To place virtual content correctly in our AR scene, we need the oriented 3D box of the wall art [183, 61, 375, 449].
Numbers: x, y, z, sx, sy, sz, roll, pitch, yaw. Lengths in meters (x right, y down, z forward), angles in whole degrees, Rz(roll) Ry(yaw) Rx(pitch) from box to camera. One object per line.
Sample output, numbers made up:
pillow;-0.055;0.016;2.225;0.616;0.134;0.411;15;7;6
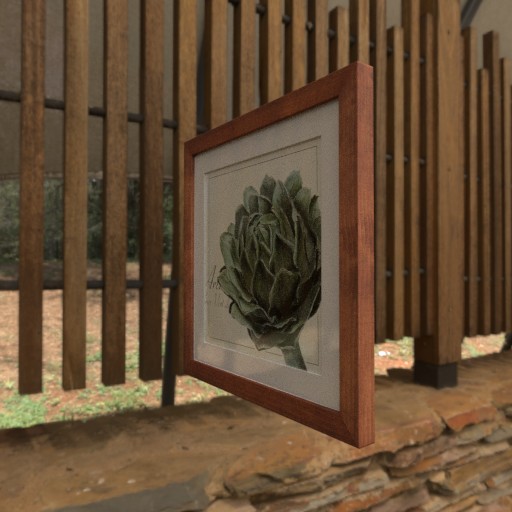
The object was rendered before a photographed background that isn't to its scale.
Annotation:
wall art;0.000;0.000;0.886;0.037;0.572;0.554;1;-1;-36
